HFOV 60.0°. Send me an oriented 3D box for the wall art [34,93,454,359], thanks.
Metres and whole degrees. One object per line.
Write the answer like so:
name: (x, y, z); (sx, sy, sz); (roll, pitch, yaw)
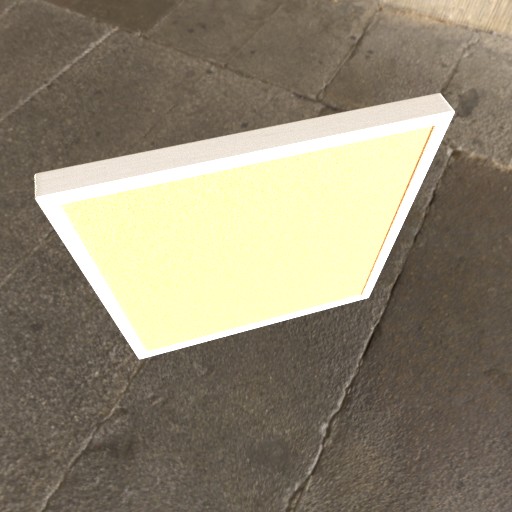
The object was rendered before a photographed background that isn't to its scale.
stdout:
wall art: (0.000, 0.000, 0.739); (0.508, 0.508, 0.038); (-14, 58, -9)
